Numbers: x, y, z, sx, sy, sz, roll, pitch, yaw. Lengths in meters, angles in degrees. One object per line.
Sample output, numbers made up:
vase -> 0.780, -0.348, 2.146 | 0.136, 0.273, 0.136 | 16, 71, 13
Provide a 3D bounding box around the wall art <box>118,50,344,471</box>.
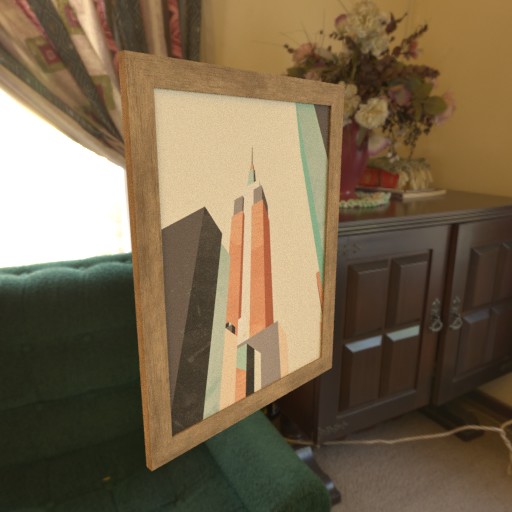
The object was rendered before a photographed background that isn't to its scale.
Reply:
wall art -> 0.000, 0.000, 0.887 | 0.534, 0.686, 0.018 | -13, 19, -43
